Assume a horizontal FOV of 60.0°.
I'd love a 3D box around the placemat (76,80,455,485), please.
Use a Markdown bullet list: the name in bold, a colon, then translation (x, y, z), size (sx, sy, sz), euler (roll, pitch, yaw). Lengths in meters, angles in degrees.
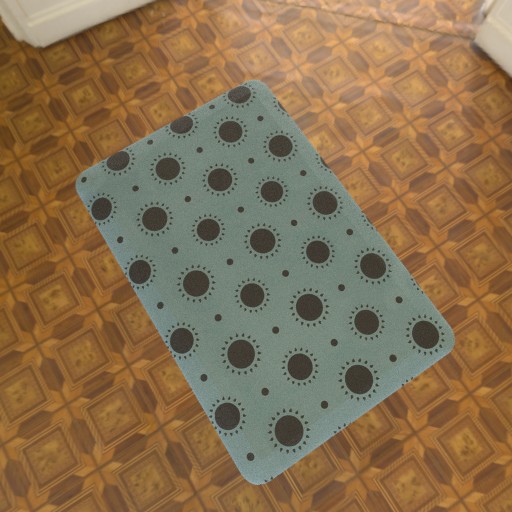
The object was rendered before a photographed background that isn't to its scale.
- **placemat**: translation (0.000, 0.000, 0.943), size (0.508, 0.021, 0.762), euler (-32, 77, -8)
